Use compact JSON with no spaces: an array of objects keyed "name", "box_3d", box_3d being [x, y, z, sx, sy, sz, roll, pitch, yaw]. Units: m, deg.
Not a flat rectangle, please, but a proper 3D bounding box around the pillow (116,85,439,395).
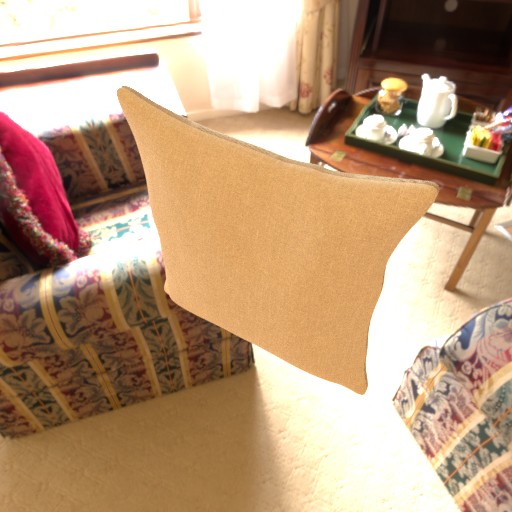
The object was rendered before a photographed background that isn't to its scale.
[{"name":"pillow","box_3d":[0.000,0.000,0.675,0.436,0.432,0.138,24,51,22]}]
